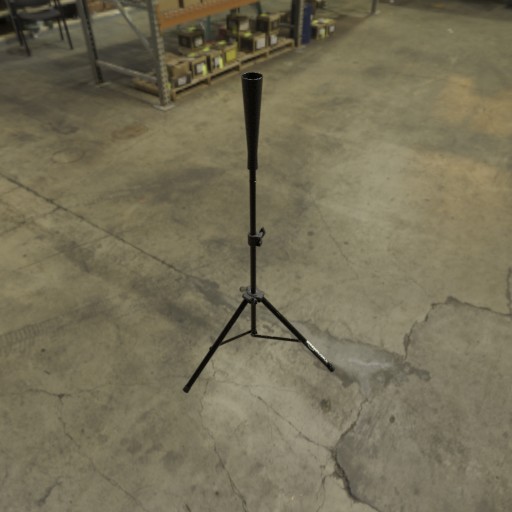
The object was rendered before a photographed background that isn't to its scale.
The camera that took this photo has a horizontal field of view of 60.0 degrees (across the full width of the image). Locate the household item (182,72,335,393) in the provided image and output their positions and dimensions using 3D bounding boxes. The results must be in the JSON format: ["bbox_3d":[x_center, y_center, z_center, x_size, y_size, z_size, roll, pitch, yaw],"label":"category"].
[{"bbox_3d":[0.000,0.000,1.389,0.559,1.067,0.559,25,47,26],"label":"household item"}]
